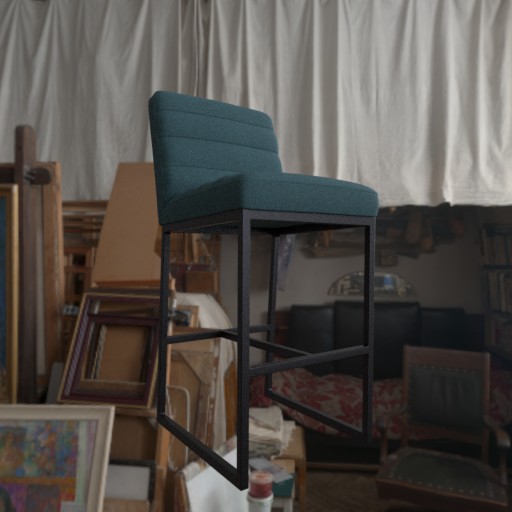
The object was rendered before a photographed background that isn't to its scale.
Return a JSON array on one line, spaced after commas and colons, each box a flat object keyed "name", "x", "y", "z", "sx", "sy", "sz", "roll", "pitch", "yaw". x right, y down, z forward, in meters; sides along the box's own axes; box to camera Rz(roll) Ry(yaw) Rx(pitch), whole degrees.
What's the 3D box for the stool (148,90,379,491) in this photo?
[{"name": "stool", "x": 0.000, "y": 0.000, "z": 1.314, "sx": 0.460, "sy": 1.040, "sz": 0.560, "roll": -1, "pitch": 1, "yaw": -35}]
